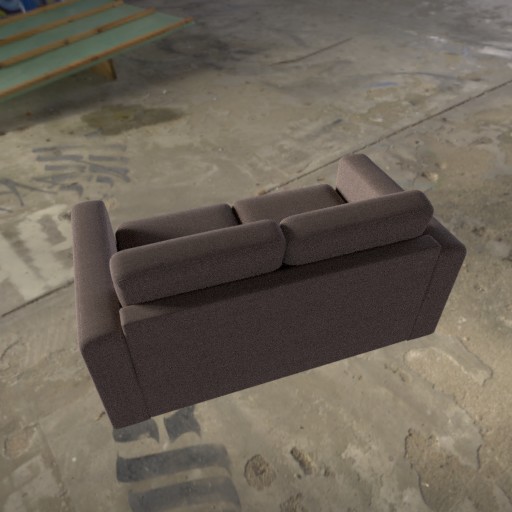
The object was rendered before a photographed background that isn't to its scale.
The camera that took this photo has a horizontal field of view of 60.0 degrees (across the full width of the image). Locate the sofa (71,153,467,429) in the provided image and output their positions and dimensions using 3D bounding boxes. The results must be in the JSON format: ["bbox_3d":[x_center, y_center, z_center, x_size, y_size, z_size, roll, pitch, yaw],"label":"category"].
[{"bbox_3d":[0.000,0.000,2.020,1.520,0.800,0.900,-13,43,-14],"label":"sofa"}]
